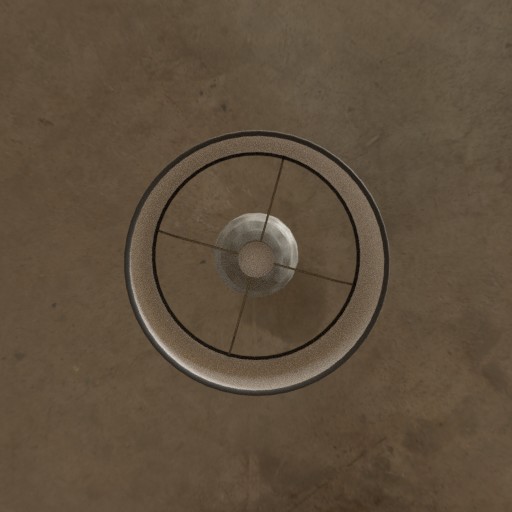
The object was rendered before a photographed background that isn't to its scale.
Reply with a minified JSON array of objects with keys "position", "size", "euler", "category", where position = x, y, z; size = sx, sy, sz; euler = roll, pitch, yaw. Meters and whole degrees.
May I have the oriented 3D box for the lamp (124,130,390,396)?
[{"position":[0.000,0.000,0.836],"size":[0.376,0.594,0.376],"euler":[0,92,0],"category":"lamp"}]
